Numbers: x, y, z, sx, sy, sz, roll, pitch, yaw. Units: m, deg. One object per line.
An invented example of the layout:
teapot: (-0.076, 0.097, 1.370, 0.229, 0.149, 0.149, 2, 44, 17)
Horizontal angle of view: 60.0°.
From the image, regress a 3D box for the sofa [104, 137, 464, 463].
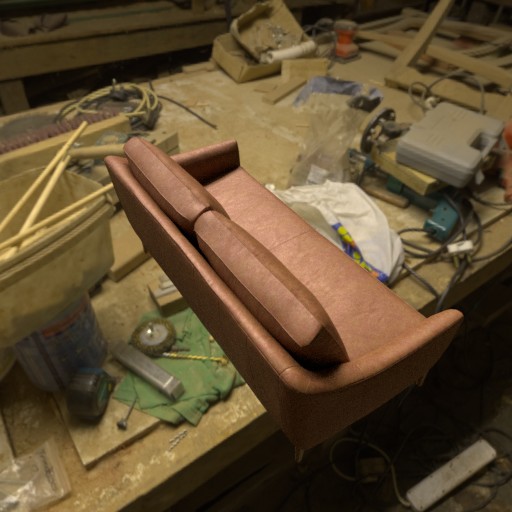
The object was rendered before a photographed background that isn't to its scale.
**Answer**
sofa: (0.000, 0.000, 2.537, 0.981, 0.945, 2.036, -25, 49, -24)
